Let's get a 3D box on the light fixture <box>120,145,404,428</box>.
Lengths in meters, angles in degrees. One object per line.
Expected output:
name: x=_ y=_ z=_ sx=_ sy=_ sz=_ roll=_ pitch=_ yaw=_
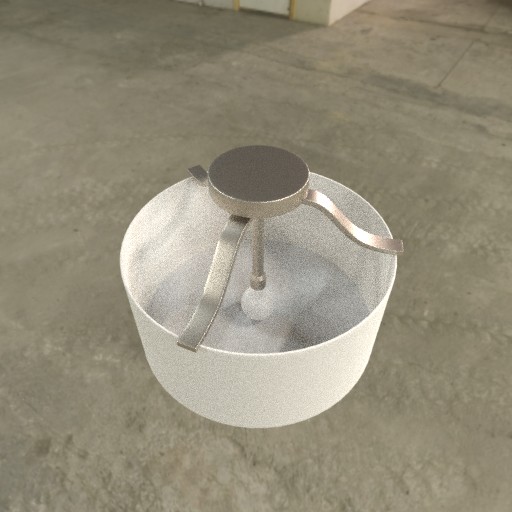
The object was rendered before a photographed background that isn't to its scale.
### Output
light fixture: x=0.000 y=0.000 z=0.655 sx=0.395 sy=0.304 sz=0.395 roll=0 pitch=44 yaw=0
